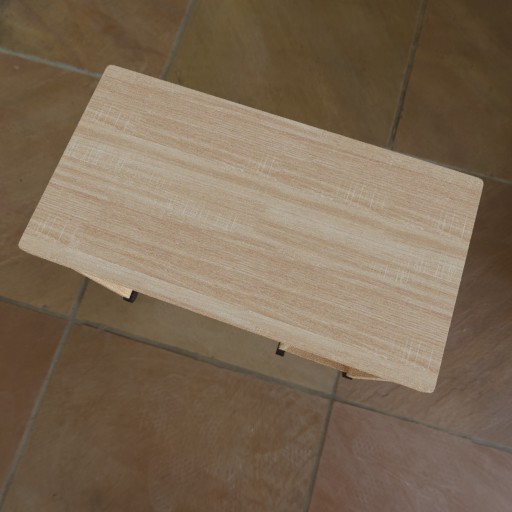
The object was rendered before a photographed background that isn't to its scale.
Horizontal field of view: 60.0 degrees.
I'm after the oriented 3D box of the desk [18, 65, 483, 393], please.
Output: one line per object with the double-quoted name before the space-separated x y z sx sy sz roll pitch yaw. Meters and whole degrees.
"desk" 0.000 0.000 1.310 0.884 0.770 0.480 19 76 5
